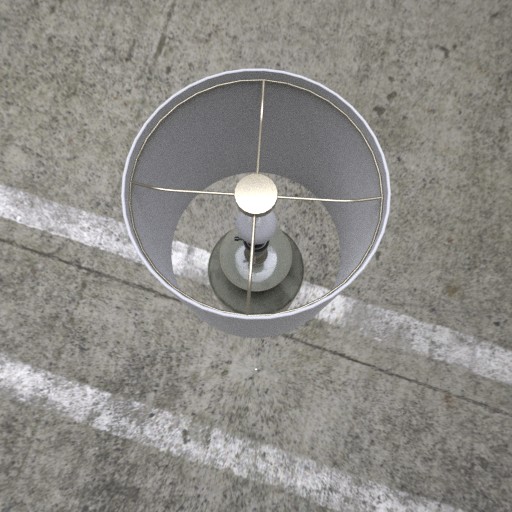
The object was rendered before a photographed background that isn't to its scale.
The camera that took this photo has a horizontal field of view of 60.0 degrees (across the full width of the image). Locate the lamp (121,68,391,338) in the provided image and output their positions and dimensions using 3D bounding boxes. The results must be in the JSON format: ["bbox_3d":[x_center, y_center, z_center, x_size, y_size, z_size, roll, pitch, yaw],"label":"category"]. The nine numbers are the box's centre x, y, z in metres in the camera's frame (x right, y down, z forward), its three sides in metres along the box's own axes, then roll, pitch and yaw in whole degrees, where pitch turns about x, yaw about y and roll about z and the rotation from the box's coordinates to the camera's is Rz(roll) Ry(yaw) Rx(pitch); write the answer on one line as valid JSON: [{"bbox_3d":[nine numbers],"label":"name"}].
[{"bbox_3d":[0.000,0.000,0.568,0.211,0.455,0.211,17,76,4],"label":"lamp"}]
